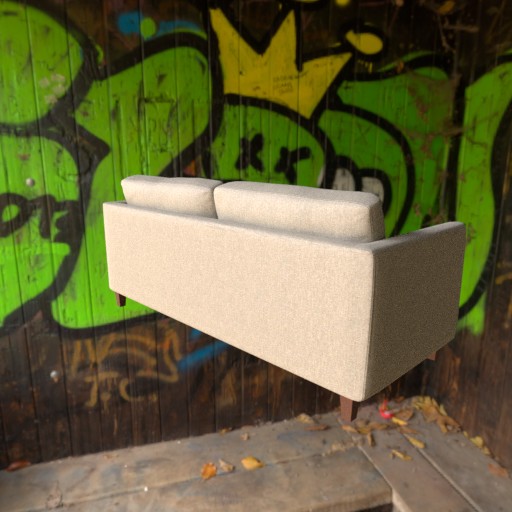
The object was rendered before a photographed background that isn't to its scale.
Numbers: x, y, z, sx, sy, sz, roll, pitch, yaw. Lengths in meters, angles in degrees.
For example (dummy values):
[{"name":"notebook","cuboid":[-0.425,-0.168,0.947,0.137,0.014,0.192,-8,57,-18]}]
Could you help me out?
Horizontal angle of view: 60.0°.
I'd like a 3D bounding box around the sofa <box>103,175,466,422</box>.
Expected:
[{"name":"sofa","cuboid":[0.000,0.000,2.770,0.956,0.963,2.208,-13,18,-43]}]
